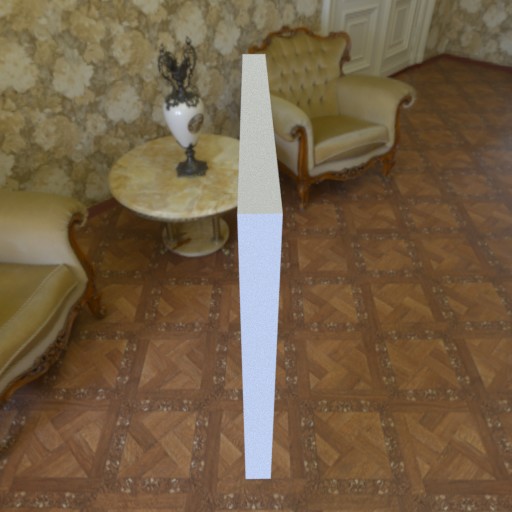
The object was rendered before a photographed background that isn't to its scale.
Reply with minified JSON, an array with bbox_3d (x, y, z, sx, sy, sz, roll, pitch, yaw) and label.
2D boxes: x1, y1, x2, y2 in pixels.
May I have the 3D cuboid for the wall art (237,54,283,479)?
[{"bbox_3d":[0.000,0.000,0.448,0.024,0.304,0.304,-1,39,-1],"label":"wall art"}]
